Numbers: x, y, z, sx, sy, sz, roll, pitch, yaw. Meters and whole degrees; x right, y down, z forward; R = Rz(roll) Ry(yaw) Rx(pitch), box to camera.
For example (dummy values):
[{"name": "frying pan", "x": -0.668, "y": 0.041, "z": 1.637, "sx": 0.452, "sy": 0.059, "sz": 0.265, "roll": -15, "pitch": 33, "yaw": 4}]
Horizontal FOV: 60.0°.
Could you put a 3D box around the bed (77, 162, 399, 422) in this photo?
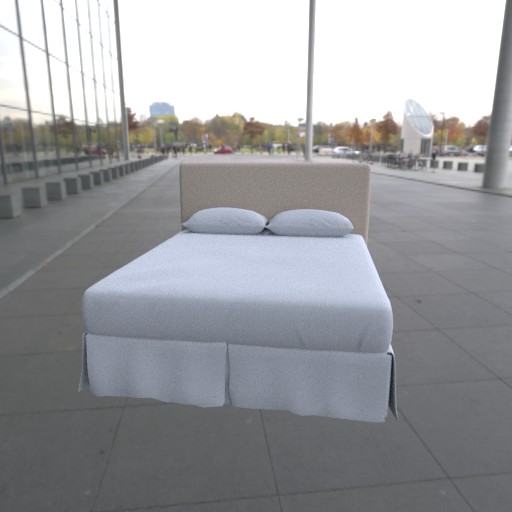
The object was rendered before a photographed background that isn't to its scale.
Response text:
[{"name": "bed", "x": 0.000, "y": 0.000, "z": 3.378, "sx": 1.884, "sy": 1.330, "sz": 2.142, "roll": 2, "pitch": 14, "yaw": 8}]
